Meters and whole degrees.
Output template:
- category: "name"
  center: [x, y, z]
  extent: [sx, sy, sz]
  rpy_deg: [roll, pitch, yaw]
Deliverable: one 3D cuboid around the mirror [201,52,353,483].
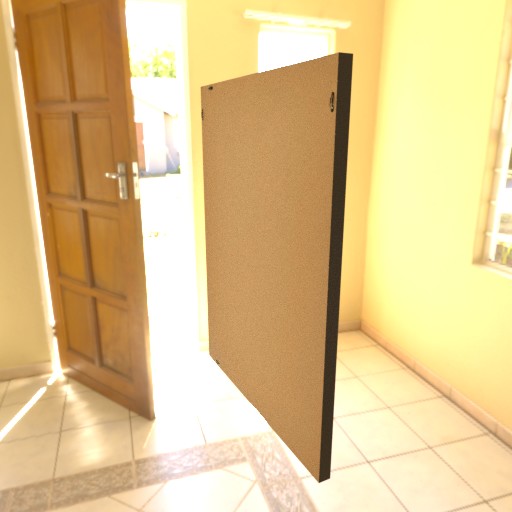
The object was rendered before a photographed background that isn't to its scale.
- category: "mirror"
  center: [0.000, 0.000, 1.331]
  extent: [0.041, 1.016, 0.762]
  rpy_deg: [-8, 17, -26]
